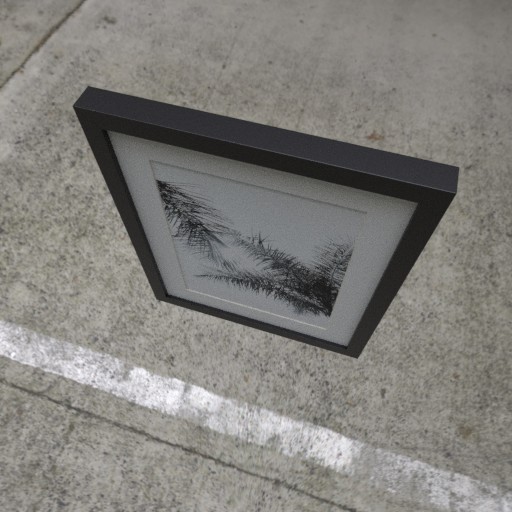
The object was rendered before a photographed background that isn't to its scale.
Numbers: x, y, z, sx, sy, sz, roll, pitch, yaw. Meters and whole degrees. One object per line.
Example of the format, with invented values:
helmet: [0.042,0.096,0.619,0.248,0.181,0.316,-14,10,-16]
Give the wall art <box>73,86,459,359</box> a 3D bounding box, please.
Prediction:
wall art: [0.000,0.000,0.527,0.325,0.380,0.028,15,60,9]
